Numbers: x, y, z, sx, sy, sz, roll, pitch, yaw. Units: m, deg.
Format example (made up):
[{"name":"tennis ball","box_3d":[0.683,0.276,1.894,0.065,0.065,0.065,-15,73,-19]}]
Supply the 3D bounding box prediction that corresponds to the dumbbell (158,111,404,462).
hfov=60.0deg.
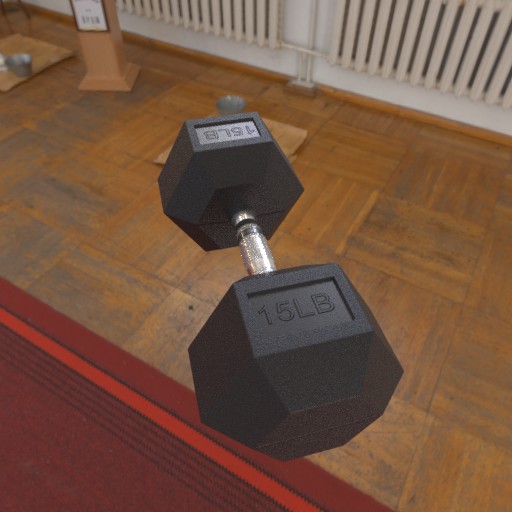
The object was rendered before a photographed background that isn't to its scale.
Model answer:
[{"name":"dumbbell","box_3d":[0.000,0.000,0.329,0.122,0.106,0.271,-11,47,-10]}]
